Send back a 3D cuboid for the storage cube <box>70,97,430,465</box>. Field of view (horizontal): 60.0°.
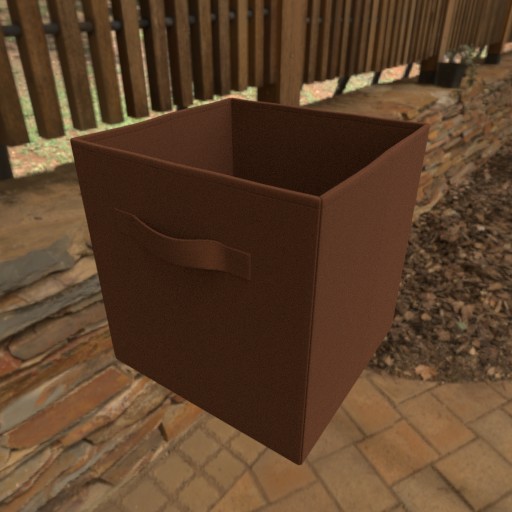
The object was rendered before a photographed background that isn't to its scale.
[{"bbox_3d":[0.000,0.000,0.505,0.270,0.280,0.270,19,35,29],"label":"storage cube"}]
